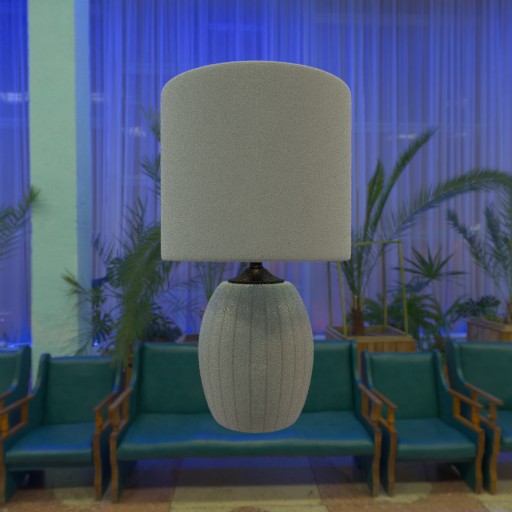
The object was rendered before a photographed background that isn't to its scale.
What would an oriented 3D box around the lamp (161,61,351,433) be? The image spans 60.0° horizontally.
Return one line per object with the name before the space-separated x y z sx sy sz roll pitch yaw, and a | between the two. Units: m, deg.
lamp | 0.000 0.000 0.783 0.328 0.570 0.328 0 1 0
